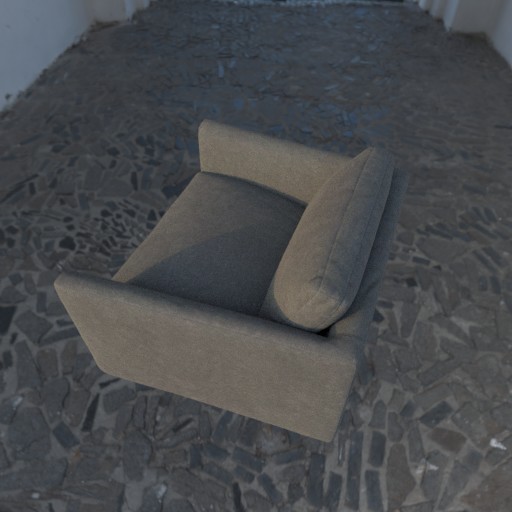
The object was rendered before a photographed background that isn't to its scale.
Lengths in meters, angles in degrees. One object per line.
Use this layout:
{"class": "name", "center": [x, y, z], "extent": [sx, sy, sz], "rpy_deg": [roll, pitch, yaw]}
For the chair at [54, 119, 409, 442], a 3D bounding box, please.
{"class": "chair", "center": [0.000, 0.000, 1.941], "extent": [1.091, 0.845, 1.190], "rpy_deg": [16, 49, 15]}
